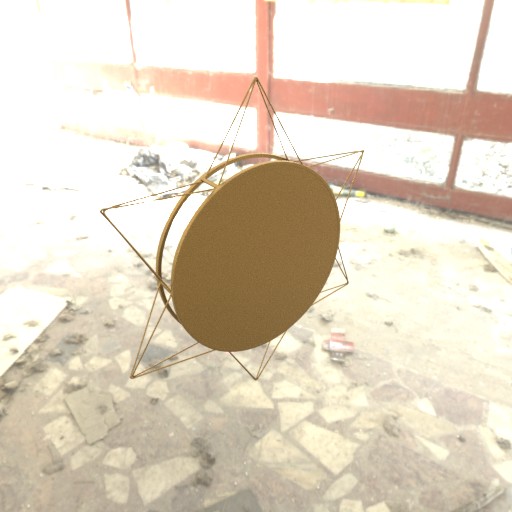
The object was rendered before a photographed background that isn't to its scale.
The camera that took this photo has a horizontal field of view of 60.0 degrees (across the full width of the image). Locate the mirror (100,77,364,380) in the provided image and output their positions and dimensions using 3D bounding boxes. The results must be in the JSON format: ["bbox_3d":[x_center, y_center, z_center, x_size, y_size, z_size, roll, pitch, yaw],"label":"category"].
[{"bbox_3d":[0.000,0.000,0.771,0.498,0.581,0.062,-19,34,-31],"label":"mirror"}]
